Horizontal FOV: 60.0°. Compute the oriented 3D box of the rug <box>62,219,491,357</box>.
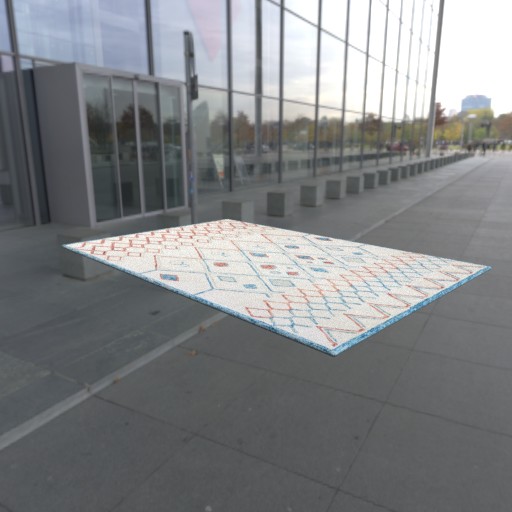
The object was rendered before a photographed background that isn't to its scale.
[{"bbox_3d":[0.000,0.000,2.239,1.219,0.016,1.829,-14,20,-43],"label":"rug"}]
